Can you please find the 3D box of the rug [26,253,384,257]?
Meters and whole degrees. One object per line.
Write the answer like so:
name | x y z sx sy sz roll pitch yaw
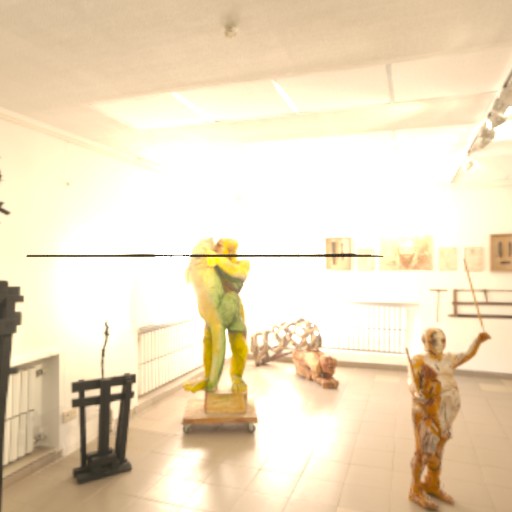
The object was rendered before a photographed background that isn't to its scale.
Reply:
rug | 0.000 0.000 2.323 1.207 0.012 1.820 0 0 19
